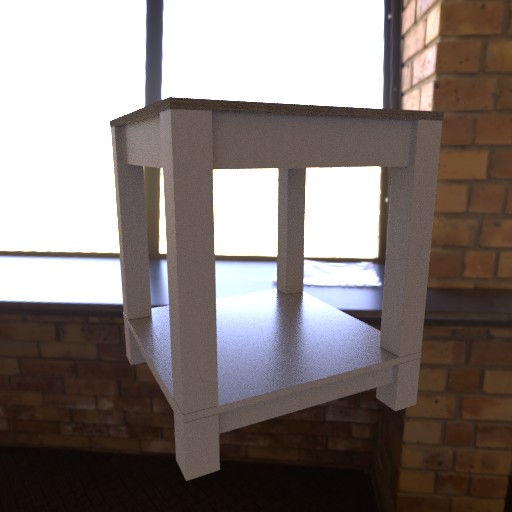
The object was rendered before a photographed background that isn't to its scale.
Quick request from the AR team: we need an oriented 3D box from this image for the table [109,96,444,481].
[{"bbox_3d":[0.000,0.000,0.976,0.504,0.587,0.506,-6,15,-26],"label":"table"}]
